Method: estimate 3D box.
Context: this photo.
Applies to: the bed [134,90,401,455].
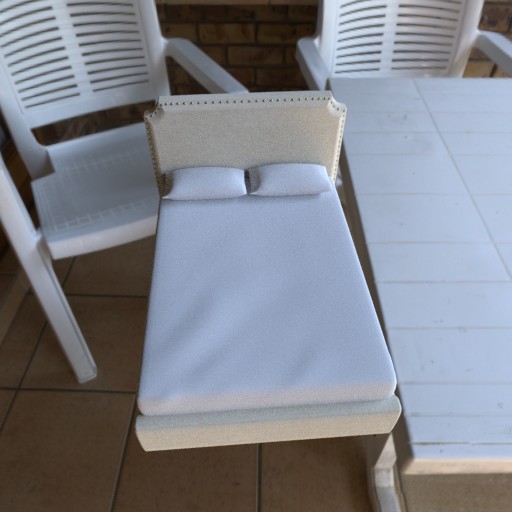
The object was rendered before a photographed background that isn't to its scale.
[{"bbox_3d":[0.000,0.000,3.385,1.713,1.457,2.381,-3,46,-3],"label":"bed"}]
